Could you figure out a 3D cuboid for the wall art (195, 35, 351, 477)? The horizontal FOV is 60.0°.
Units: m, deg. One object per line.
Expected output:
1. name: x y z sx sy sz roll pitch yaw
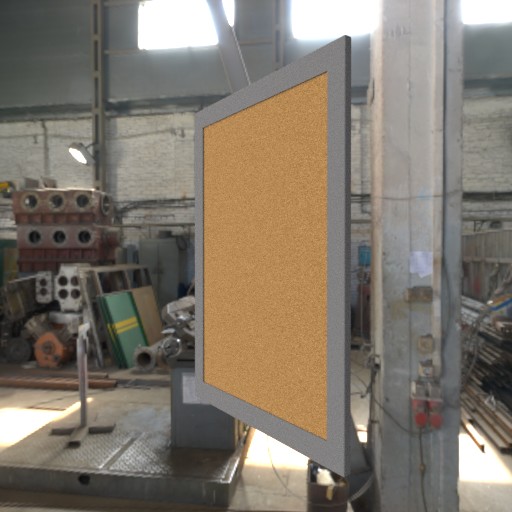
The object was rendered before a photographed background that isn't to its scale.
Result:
1. wall art: 0.000 0.000 0.682 0.012 0.529 0.374 0 1 -36
